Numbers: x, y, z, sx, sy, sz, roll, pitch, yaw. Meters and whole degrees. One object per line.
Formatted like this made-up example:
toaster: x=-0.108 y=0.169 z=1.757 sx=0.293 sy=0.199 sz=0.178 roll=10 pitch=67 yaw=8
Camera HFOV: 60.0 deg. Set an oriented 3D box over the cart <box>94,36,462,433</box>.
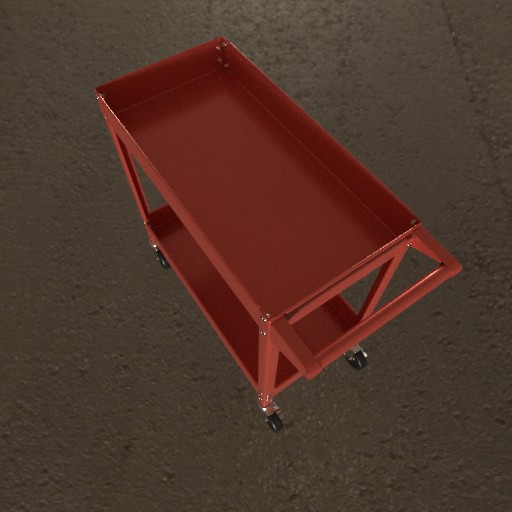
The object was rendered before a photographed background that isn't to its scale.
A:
cart: x=0.000 y=0.000 z=1.168 sx=0.366 sy=0.719 sz=0.779 roll=-31 pitch=64 yaw=-17
